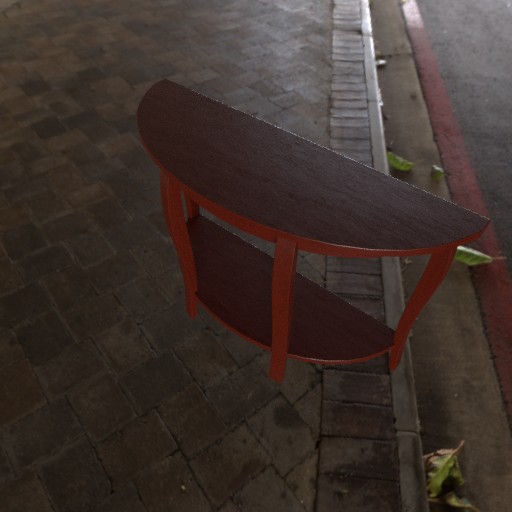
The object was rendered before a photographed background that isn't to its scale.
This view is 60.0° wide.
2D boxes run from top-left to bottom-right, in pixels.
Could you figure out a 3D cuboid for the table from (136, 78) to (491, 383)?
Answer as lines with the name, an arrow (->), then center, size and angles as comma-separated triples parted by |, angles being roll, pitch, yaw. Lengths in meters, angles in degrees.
table -> 0.000, 0.000, 1.572 | 1.219, 0.779, 0.405 | 31, 55, 26
